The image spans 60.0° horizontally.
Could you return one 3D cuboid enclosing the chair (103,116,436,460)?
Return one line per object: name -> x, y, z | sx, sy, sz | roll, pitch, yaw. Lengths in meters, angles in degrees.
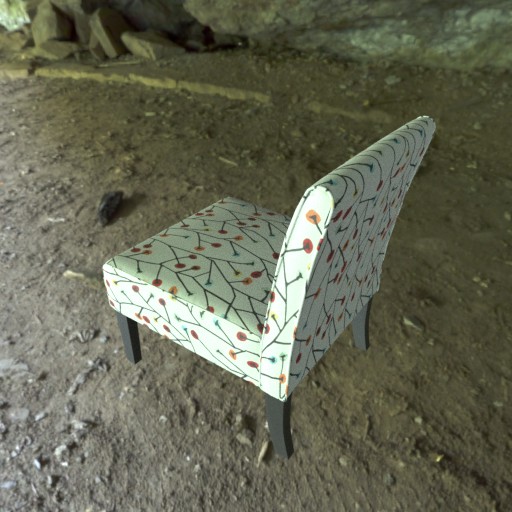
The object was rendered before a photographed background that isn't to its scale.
chair -> 0.000, 0.000, 1.325 | 0.732, 0.813, 0.597 | 21, 38, 30
